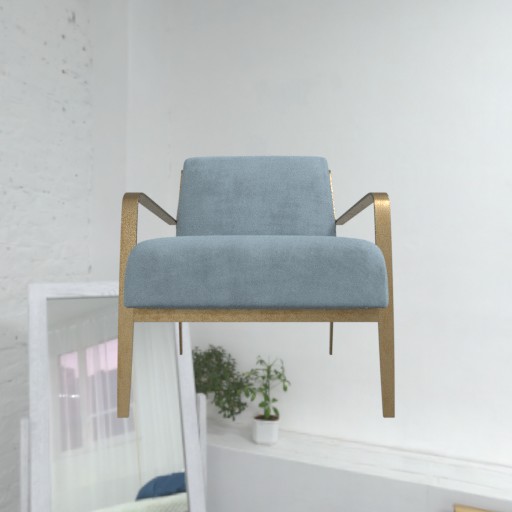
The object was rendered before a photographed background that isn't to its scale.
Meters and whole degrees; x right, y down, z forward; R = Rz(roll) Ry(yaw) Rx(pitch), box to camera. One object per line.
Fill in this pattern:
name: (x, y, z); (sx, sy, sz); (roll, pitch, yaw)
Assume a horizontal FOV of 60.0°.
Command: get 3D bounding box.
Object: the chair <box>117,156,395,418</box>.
chair: (0.000, 0.000, 1.456); (0.701, 0.824, 0.842); (0, 0, 0)
